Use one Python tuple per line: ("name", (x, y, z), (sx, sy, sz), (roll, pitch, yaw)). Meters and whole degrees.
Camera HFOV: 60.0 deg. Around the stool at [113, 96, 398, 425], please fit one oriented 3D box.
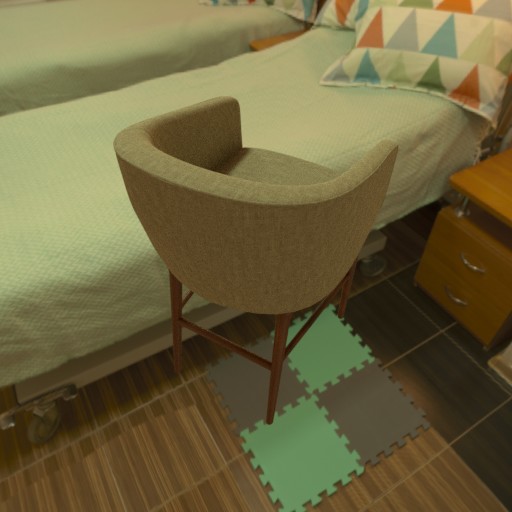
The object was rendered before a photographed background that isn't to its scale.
("stool", (0.000, 0.000, 1.323), (0.559, 0.952, 0.635), (22, 50, 20))
